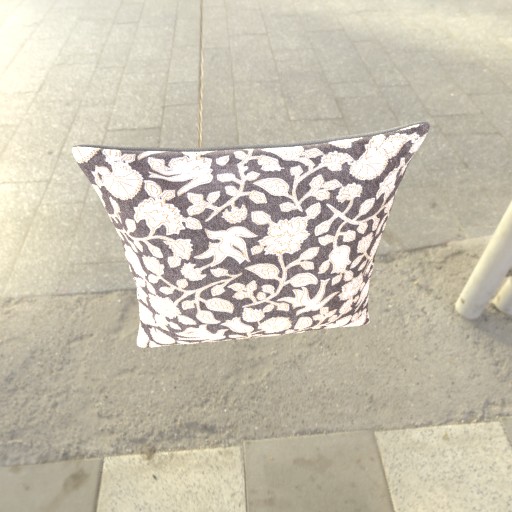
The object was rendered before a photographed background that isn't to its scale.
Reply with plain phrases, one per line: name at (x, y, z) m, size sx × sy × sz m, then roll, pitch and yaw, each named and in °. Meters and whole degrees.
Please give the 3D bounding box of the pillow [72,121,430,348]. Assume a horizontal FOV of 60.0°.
pillow at (0.000, 0.000, 0.822) m, size 0.526 × 0.507 × 0.166 m, roll -5°, pitch 47°, yaw -5°
